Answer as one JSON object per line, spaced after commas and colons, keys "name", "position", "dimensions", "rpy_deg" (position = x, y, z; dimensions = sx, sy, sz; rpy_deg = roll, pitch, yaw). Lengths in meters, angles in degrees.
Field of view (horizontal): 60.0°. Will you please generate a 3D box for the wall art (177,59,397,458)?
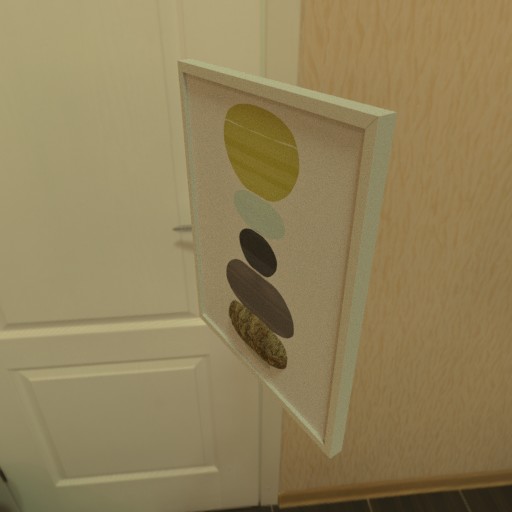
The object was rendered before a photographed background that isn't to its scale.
{"name": "wall art", "position": [0.000, 0.000, 1.020], "dimensions": [0.055, 0.763, 0.611], "rpy_deg": [-20, 37, -29]}
